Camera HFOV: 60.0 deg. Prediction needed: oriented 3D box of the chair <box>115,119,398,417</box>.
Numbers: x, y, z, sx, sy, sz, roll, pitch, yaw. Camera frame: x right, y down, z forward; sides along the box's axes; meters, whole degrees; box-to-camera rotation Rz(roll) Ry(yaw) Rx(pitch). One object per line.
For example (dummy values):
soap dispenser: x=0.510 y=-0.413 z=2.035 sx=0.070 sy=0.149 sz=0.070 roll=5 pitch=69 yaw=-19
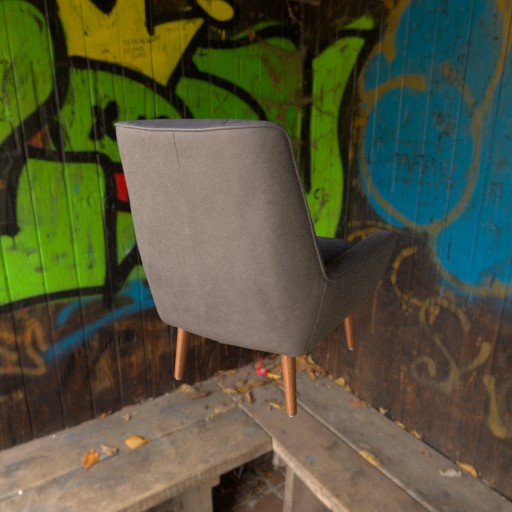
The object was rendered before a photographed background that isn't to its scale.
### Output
chair: x=0.000 y=0.000 z=1.506 sx=0.787 sy=0.888 sz=0.822 roll=9 pitch=19 yaw=27
